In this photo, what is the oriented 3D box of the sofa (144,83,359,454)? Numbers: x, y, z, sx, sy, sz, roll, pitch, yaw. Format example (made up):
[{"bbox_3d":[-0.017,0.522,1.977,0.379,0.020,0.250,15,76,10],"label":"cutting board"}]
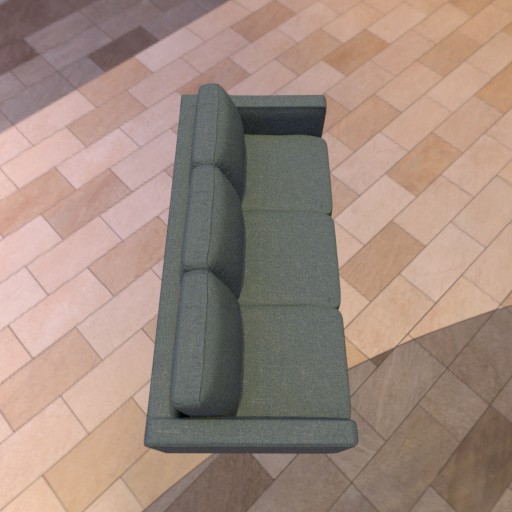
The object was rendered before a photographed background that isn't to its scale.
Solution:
[{"bbox_3d":[0.000,0.000,2.501,0.935,0.945,2.013,0,63,0],"label":"sofa"}]
